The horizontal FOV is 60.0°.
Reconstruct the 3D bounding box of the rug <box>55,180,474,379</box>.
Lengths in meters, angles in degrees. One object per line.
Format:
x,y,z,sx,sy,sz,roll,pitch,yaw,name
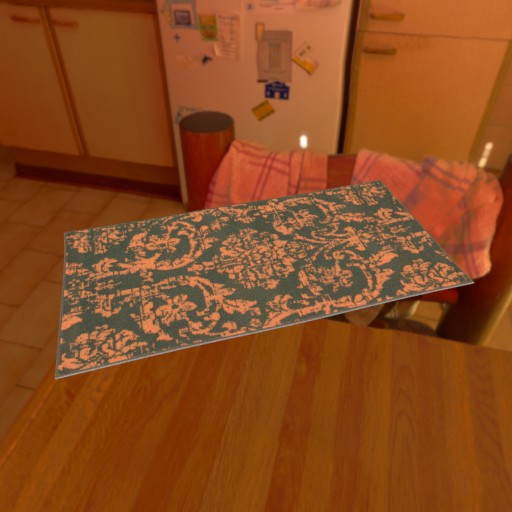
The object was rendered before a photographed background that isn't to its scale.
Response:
0.000,0.000,1.449,1.219,0.007,0.604,-11,43,-12,rug
